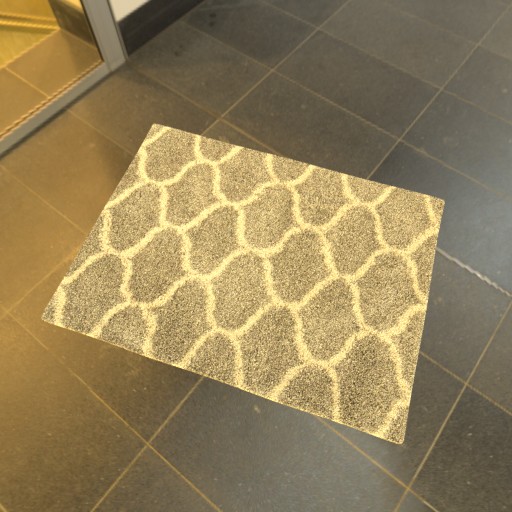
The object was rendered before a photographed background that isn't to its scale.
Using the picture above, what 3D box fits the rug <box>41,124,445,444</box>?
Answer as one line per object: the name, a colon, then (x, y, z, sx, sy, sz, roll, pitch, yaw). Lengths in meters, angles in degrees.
rug: (0.000, 0.000, 2.087, 1.600, 0.025, 1.200, 17, 64, 8)
